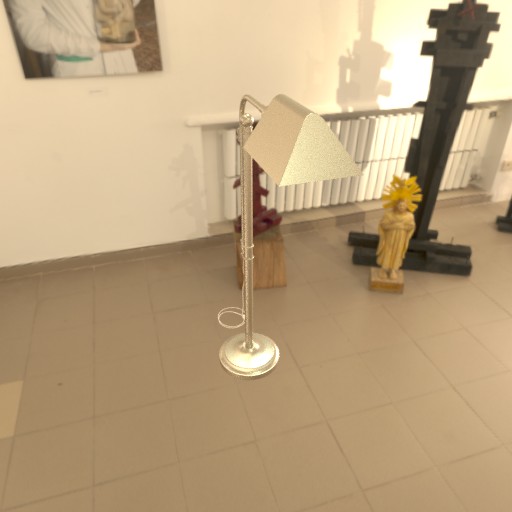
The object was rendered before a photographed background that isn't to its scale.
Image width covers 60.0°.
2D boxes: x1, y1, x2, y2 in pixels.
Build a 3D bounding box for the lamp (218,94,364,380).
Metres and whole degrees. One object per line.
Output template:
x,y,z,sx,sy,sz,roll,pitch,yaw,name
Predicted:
0.000,0.000,0.938,0.159,0.708,0.546,-10,34,-15,lamp
